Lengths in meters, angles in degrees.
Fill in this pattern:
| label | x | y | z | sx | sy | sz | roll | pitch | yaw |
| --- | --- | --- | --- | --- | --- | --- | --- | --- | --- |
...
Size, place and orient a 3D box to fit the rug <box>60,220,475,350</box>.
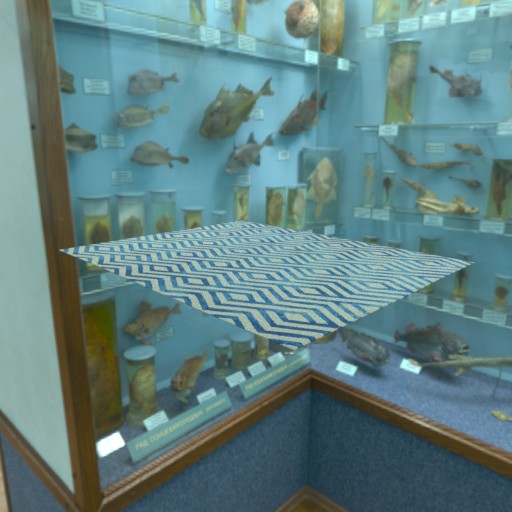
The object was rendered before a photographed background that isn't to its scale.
| label | x | y | z | sx | sy | sz | roll | pitch | yaw |
| --- | --- | --- | --- | --- | --- | --- | --- | --- | --- |
| rug | 0.000 | 0.000 | 4.158 | 2.453 | 0.008 | 3.059 | -14 | 20 | -43 |
